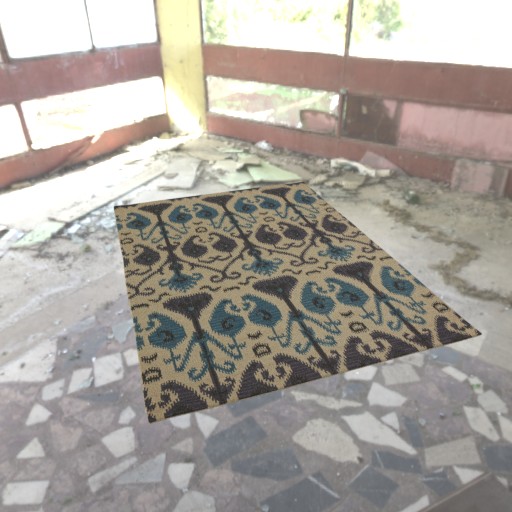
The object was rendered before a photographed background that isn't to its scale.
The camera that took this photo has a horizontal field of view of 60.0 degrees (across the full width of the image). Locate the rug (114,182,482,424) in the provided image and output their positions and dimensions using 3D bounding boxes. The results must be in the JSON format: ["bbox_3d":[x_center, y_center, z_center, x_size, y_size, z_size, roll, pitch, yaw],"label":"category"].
[{"bbox_3d":[0.000,0.000,4.242,2.443,0.024,3.228,-10,32,-16],"label":"rug"}]
